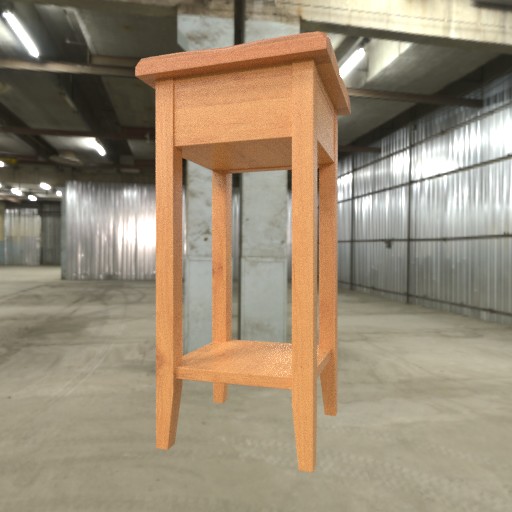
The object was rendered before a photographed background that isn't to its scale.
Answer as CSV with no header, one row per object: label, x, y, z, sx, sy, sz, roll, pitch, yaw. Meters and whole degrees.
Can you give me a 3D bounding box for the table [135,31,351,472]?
table,0.000,0.000,0.949,0.360,0.740,0.360,0,0,18
